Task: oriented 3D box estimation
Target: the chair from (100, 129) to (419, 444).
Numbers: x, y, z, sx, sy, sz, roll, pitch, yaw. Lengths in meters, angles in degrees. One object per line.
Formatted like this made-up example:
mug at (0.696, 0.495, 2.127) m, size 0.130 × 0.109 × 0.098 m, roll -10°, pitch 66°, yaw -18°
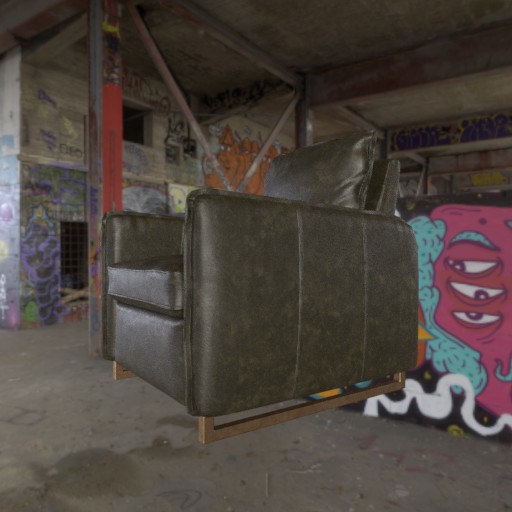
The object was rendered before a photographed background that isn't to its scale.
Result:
chair at (0.000, 0.000, 1.610) m, size 0.921 × 0.921 × 0.830 m, roll 0°, pitch 0°, yaw -35°
